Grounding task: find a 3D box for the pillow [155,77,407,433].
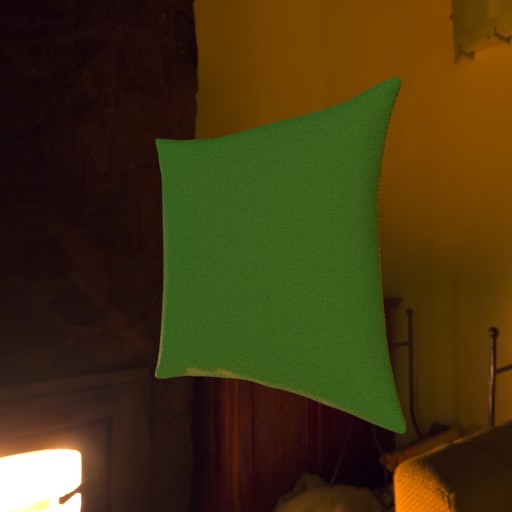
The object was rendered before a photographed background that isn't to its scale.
[{"bbox_3d":[0.000,0.000,0.764,0.514,0.497,0.150,0,-1,37],"label":"pillow"}]
